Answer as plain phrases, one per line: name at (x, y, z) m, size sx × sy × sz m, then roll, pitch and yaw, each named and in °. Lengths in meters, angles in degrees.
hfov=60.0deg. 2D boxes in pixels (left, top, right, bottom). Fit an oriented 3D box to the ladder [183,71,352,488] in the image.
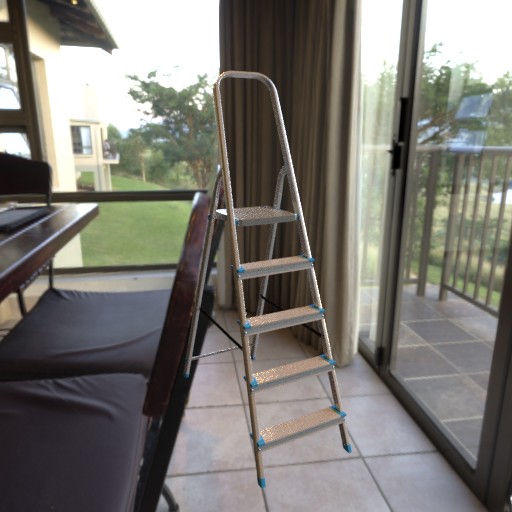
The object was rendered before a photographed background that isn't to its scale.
ladder at (0.000, 0.000, 2.097) m, size 0.468 × 1.648 × 0.990 m, roll -8°, pitch 17°, yaw -26°
